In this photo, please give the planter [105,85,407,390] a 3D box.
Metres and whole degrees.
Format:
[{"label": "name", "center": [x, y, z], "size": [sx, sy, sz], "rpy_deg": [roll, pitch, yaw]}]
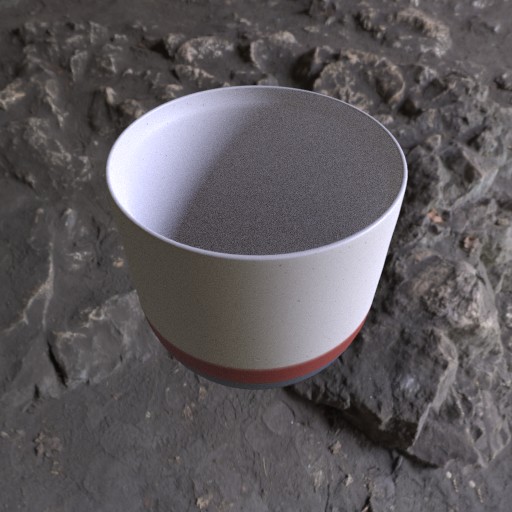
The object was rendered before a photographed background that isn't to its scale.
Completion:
[{"label": "planter", "center": [0.000, 0.000, 0.495], "size": [0.268, 0.270, 0.268], "rpy_deg": [0, 46, 0]}]
